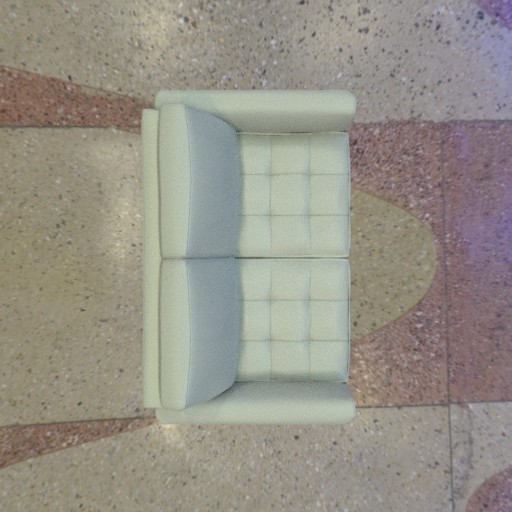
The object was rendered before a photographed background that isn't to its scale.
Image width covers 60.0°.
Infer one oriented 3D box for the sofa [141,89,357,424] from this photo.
[{"bbox_3d":[0.000,0.000,2.507,1.121,0.930,1.819,0,90,1],"label":"sofa"}]
